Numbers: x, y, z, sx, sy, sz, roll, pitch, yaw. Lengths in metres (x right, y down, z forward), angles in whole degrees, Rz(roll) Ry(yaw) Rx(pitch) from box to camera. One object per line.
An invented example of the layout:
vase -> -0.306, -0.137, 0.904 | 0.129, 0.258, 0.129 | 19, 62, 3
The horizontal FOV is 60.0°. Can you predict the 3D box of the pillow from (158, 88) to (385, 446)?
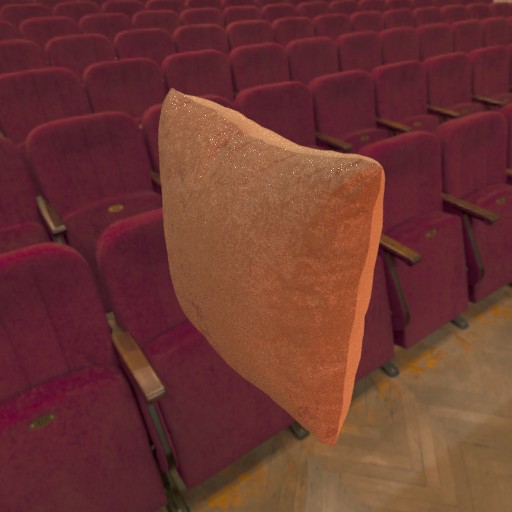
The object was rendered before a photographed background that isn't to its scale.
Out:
pillow -> 0.000, 0.000, 0.711 | 0.245, 0.448, 0.450 | -21, 38, -29
